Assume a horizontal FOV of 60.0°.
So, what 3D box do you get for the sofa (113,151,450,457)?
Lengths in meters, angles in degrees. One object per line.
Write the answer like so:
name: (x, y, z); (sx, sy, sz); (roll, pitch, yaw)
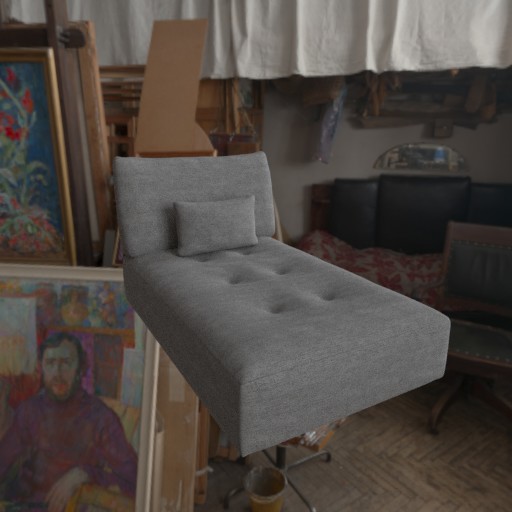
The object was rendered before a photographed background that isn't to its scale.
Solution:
sofa: (0.000, 0.000, 2.011); (0.930, 0.820, 1.450); (-10, 20, -28)
